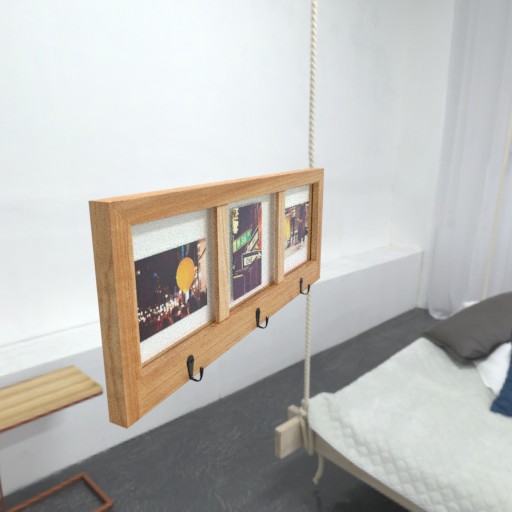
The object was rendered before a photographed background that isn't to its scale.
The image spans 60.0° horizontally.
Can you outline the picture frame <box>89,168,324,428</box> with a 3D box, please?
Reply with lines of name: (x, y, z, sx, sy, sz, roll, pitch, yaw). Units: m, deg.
picture frame: (0.000, 0.000, 0.678, 0.045, 0.234, 0.582, 8, 16, 27)
